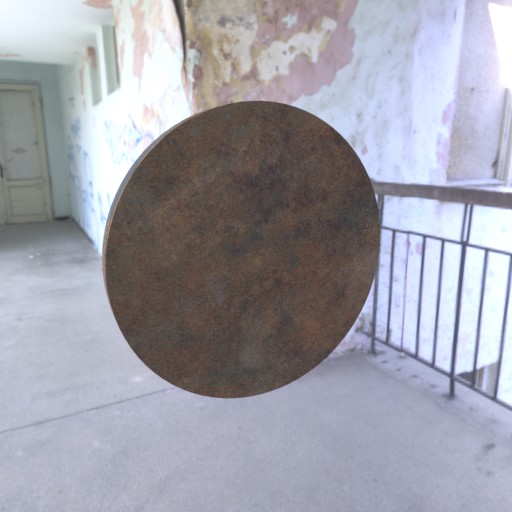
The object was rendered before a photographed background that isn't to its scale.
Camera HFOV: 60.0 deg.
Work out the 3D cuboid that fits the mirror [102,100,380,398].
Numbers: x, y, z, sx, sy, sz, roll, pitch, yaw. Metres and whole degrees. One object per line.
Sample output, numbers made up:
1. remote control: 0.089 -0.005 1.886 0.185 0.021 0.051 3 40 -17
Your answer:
1. mirror: 0.000 0.000 0.889 0.585 0.585 0.061 -7 15 -25
